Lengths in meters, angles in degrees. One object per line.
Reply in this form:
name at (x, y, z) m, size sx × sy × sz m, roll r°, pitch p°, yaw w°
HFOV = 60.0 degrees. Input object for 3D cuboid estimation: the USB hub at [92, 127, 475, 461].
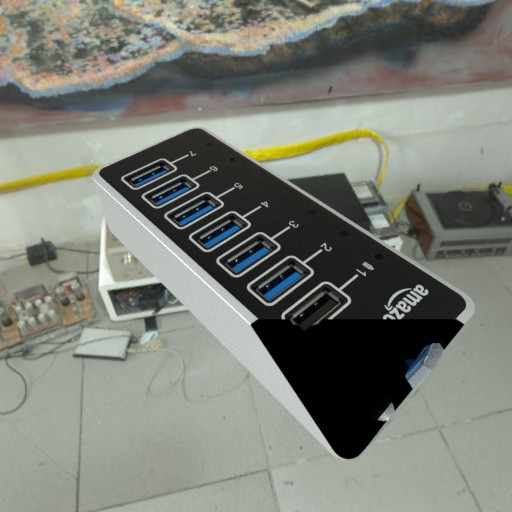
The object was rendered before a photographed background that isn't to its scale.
USB hub at (0.000, 0.000, 0.129) m, size 0.044 × 0.023 × 0.110 m, roll -33°, pitch 55°, yaw -28°
